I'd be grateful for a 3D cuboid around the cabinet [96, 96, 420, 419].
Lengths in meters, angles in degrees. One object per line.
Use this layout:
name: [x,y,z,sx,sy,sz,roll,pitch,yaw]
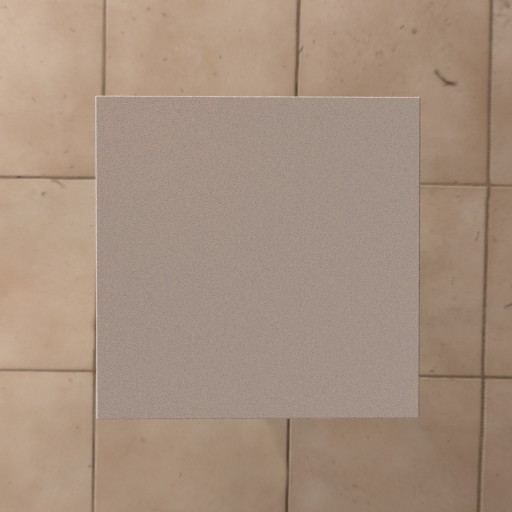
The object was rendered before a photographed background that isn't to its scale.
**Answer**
cabinet: [0.000,0.000,1.134,0.547,0.775,0.544,0,91,-1]
